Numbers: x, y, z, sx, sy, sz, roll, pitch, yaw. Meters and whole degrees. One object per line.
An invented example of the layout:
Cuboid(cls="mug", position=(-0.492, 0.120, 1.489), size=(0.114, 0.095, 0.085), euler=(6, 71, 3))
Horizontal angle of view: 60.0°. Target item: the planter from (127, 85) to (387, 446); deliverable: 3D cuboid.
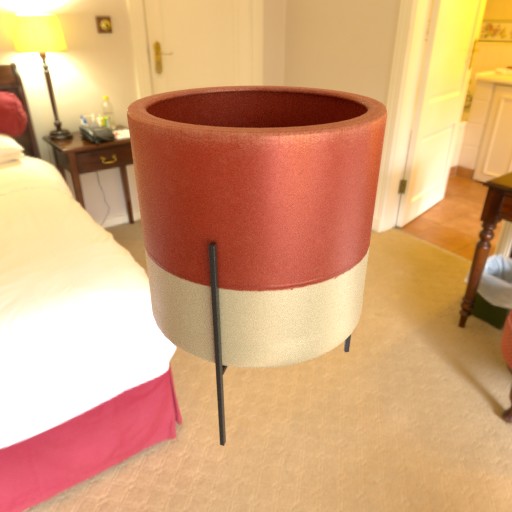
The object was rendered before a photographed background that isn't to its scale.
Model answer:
Cuboid(cls="planter", position=(0.000, 0.000, 0.704), size=(0.345, 0.465, 0.354), euler=(8, 30, 15))
